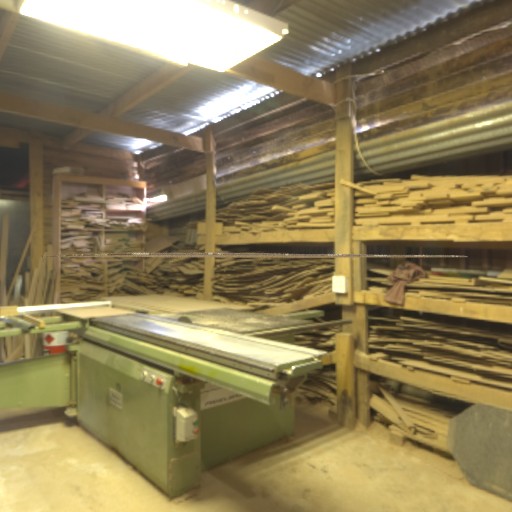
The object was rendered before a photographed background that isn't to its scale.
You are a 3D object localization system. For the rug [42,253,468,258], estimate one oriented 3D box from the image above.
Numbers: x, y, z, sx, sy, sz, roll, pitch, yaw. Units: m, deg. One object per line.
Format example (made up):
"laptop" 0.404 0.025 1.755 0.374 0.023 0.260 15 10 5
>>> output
"rug" 0.000 0.000 4.349 3.419 0.020 2.441 0 -1 -36
